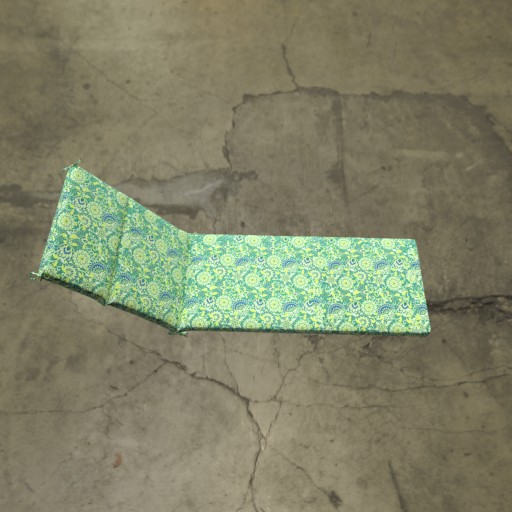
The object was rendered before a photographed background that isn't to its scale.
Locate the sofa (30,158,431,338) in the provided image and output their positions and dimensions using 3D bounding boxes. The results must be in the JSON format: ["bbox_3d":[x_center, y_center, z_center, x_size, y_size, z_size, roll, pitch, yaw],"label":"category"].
[{"bbox_3d":[0.000,0.000,1.991,1.663,0.622,0.582,1,61,1],"label":"sofa"}]
